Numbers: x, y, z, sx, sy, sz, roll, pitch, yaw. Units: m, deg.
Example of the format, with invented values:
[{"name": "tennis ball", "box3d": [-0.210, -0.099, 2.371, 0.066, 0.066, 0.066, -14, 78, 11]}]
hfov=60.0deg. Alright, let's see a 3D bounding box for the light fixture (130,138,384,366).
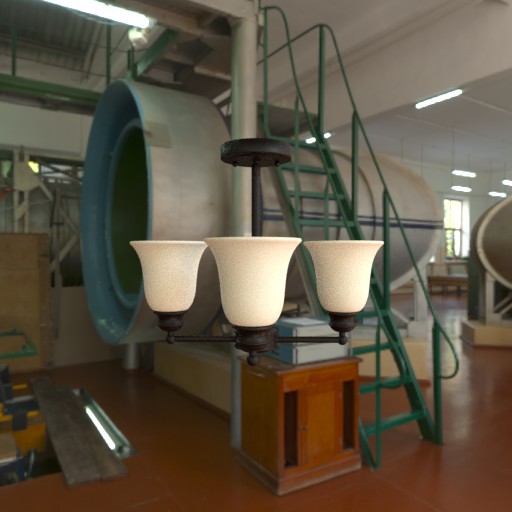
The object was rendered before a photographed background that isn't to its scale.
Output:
[{"name": "light fixture", "box3d": [0.000, 0.000, 1.887, 1.069, 0.925, 1.069, 0, 0, 2]}]
